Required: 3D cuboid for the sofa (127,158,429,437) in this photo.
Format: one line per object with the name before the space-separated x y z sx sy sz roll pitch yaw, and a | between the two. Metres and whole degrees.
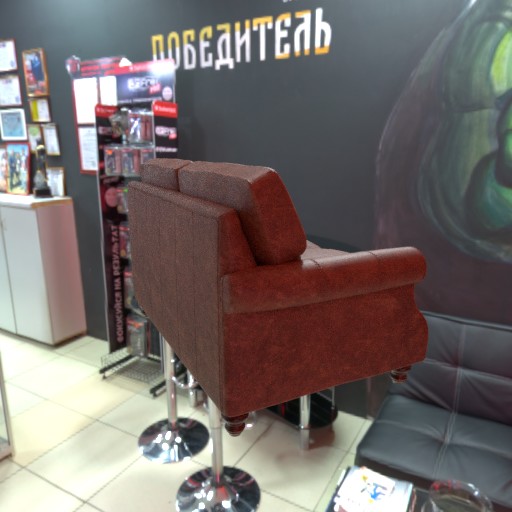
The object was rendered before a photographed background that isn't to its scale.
sofa | 0.000 0.000 2.274 0.990 0.967 1.616 -7 15 -26
